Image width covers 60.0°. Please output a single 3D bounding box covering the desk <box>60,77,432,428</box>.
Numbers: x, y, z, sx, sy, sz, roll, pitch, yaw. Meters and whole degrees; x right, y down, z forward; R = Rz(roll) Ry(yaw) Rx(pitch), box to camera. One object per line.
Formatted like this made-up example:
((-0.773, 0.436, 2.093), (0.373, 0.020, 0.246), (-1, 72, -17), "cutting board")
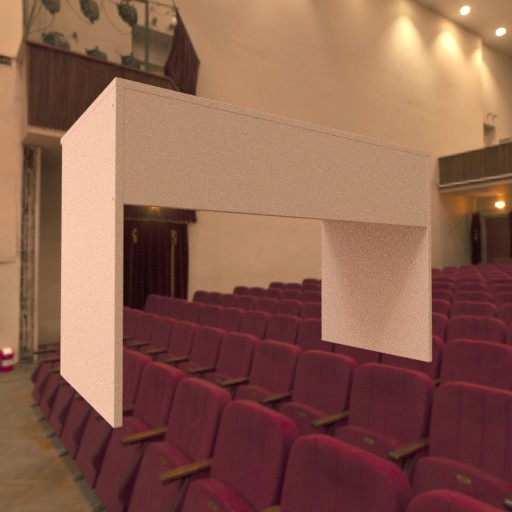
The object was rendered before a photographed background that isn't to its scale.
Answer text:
((0.000, 0.000, 1.463), (1.100, 0.730, 0.560), (1, -1, -35), "desk")
